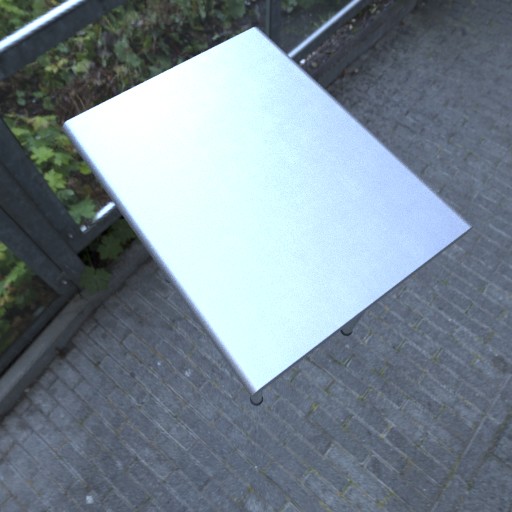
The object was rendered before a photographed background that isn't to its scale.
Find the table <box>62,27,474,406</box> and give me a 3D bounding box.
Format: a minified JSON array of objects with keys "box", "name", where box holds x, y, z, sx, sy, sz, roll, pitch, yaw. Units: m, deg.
[{"box":[0.000,0.000,1.378,0.584,0.876,0.762,-34,69,-15],"name":"table"}]
